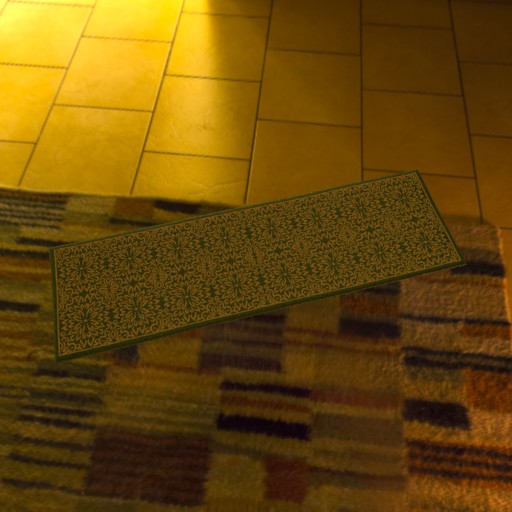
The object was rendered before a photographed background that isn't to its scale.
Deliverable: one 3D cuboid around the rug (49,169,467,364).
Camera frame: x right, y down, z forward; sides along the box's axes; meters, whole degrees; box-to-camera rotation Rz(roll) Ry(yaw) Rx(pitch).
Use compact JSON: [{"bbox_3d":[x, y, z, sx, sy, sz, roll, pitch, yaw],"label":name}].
[{"bbox_3d":[0.000,0.000,2.429,2.196,0.011,0.662,-13,64,-6],"label":"rug"}]
